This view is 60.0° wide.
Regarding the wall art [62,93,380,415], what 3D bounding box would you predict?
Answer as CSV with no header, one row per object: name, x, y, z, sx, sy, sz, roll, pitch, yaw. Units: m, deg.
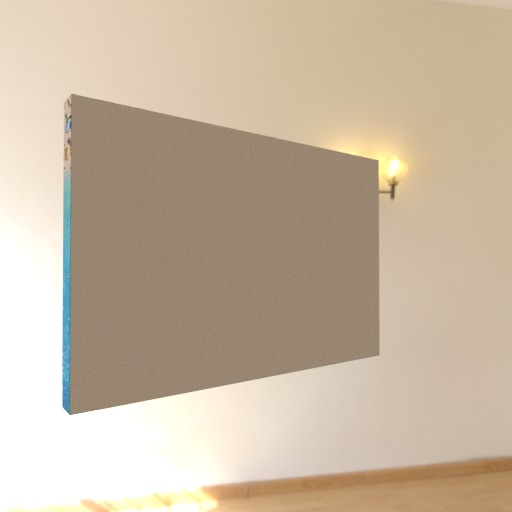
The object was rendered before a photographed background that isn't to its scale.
wall art,0.000,0.000,1.106,0.894,0.595,0.057,1,-1,-37
